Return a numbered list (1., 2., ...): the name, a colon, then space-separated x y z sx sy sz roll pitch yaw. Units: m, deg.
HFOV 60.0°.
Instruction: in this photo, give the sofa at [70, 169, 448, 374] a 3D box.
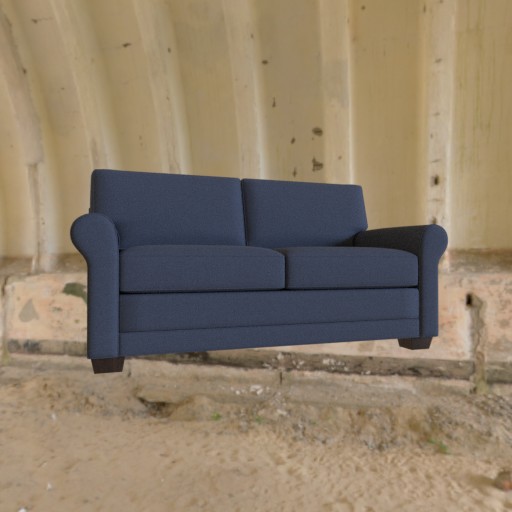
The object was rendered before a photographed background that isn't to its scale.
1. sofa: 0.000 0.000 2.552 1.930 1.020 0.940 0 -1 -18
